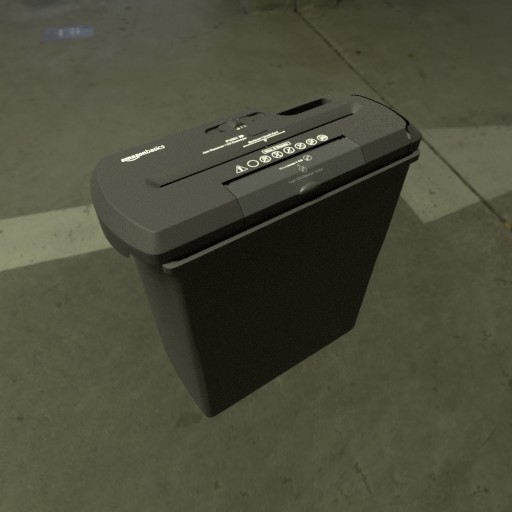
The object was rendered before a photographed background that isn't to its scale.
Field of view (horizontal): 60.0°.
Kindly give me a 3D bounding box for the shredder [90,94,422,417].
[{"bbox_3d":[0.000,0.000,0.533,0.320,0.335,0.170,-26,52,-23],"label":"shredder"}]
